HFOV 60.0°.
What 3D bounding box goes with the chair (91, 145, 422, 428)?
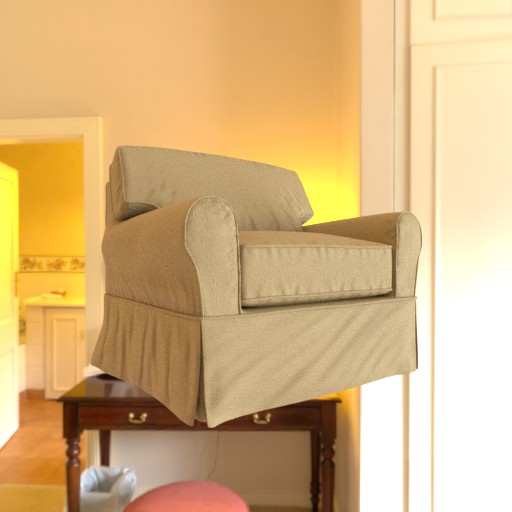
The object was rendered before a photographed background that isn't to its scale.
[{"bbox_3d":[0.000,0.000,1.833,1.096,0.937,0.903,0,1,-36],"label":"chair"}]
